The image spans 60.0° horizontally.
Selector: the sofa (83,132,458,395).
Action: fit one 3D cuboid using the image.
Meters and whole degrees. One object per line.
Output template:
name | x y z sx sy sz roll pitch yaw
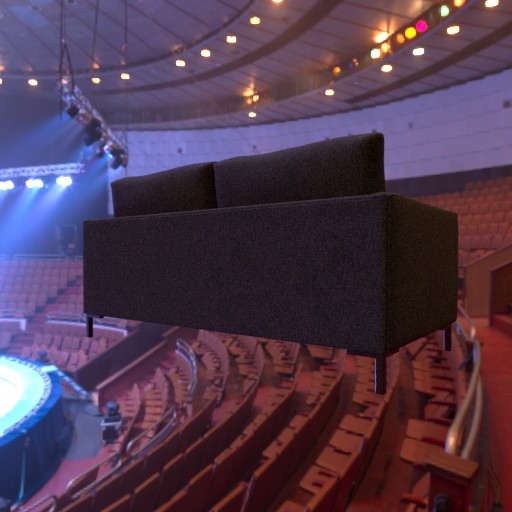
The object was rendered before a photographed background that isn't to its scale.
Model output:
sofa | 0.000 0.000 2.195 1.716 0.862 0.866 0 0 37
